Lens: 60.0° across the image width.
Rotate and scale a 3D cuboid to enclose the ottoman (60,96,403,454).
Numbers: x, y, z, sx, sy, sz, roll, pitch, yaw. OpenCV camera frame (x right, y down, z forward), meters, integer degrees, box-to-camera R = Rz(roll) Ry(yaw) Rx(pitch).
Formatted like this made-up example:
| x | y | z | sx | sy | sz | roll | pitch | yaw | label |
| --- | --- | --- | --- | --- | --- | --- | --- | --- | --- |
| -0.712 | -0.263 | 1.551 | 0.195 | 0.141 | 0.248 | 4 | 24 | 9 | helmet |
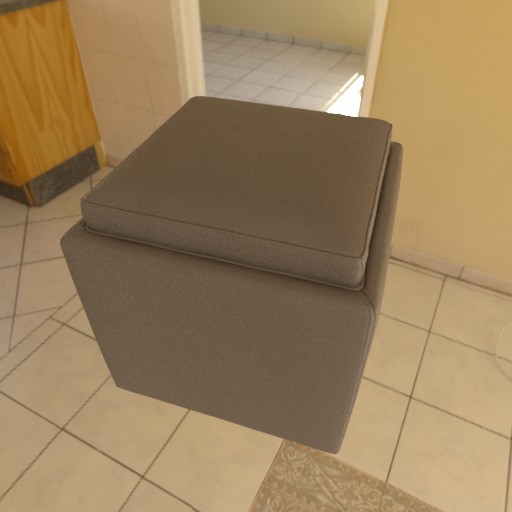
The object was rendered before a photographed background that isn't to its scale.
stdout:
| x | y | z | sx | sy | sz | roll | pitch | yaw | label |
| --- | --- | --- | --- | --- | --- | --- | --- | --- | --- |
| 0.000 | 0.000 | 0.817 | 0.451 | 0.460 | 0.450 | 12 | 43 | 13 | ottoman |
